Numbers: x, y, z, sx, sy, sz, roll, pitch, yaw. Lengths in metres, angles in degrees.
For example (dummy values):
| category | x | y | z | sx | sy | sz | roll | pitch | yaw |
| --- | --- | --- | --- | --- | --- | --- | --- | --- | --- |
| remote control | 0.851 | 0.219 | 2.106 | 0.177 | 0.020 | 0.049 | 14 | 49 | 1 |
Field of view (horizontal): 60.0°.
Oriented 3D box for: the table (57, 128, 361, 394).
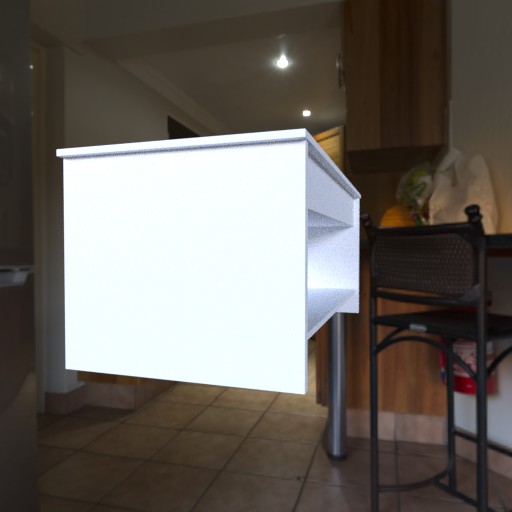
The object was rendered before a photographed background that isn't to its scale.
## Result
| category | x | y | z | sx | sy | sz | roll | pitch | yaw |
| --- | --- | --- | --- | --- | --- | --- | --- | --- | --- |
| table | 0.000 | 0.000 | 1.276 | 0.500 | 0.441 | 1.000 | 0 | 1 | 18 |
